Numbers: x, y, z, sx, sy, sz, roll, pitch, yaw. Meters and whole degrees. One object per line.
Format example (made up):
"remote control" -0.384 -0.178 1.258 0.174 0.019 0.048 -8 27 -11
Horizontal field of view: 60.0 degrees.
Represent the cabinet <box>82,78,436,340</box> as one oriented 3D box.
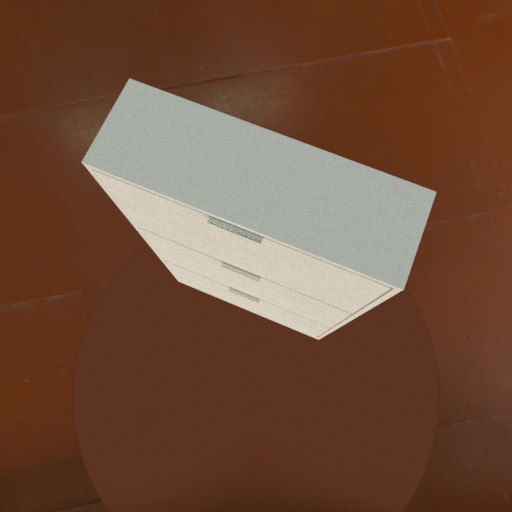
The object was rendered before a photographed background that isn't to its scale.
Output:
"cabinet" 0.000 0.000 1.592 0.750 1.280 0.250 22 76 6
